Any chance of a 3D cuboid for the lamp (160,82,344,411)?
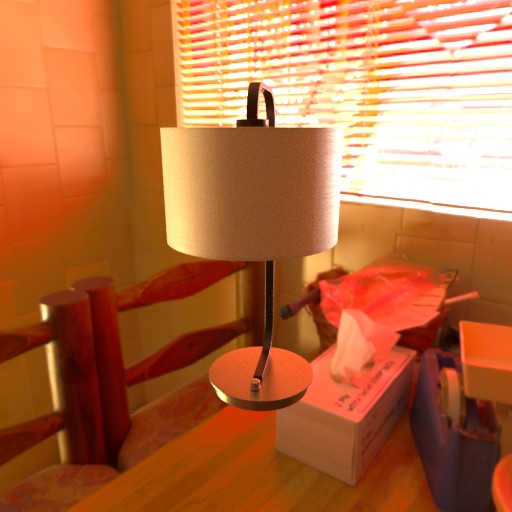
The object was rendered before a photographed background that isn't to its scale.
[{"bbox_3d":[0.000,0.000,0.642,0.230,0.473,0.288,3,16,10],"label":"lamp"}]
